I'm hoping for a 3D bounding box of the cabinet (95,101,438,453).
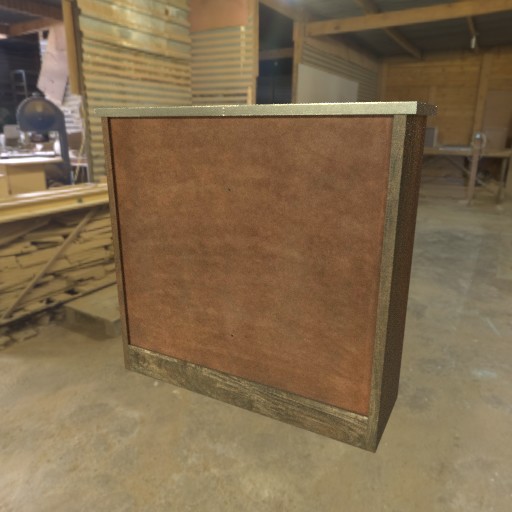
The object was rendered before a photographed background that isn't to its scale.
[{"bbox_3d":[0.000,0.000,1.443,0.968,0.919,0.338,9,19,27],"label":"cabinet"}]
